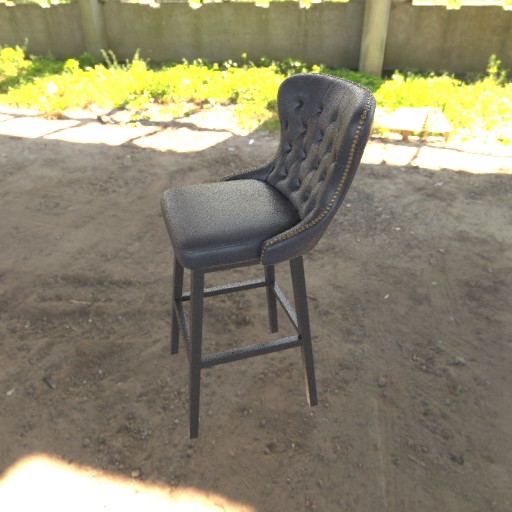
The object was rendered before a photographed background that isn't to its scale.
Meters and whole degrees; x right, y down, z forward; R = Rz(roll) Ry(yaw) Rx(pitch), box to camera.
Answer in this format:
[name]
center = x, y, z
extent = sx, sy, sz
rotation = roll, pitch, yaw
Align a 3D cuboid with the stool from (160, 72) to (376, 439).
[stool]
center = 0.000, 0.000, 1.446
extent = 0.601, 1.050, 0.528
rotation = -9, 32, -15
